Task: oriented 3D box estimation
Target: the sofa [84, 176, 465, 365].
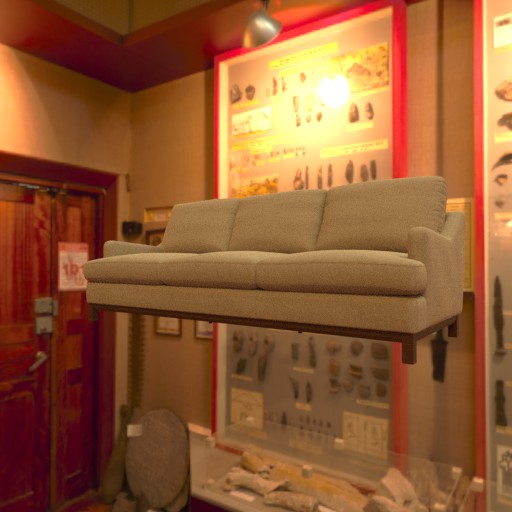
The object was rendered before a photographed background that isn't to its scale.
[{"bbox_3d":[0.000,0.000,2.851,2.321,0.913,1.000,0,-1,36],"label":"sofa"}]
